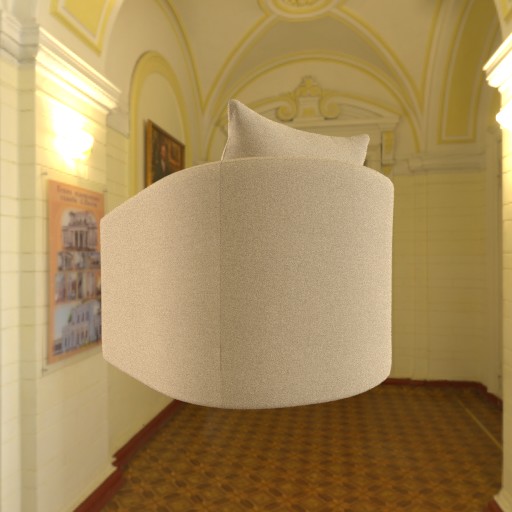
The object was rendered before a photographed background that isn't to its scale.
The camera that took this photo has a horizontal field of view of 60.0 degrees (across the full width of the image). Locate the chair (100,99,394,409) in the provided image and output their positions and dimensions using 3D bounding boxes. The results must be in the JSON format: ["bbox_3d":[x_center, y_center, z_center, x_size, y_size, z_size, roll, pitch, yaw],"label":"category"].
[{"bbox_3d":[0.000,0.000,1.573,0.845,0.848,0.910,0,0,-36],"label":"chair"}]
